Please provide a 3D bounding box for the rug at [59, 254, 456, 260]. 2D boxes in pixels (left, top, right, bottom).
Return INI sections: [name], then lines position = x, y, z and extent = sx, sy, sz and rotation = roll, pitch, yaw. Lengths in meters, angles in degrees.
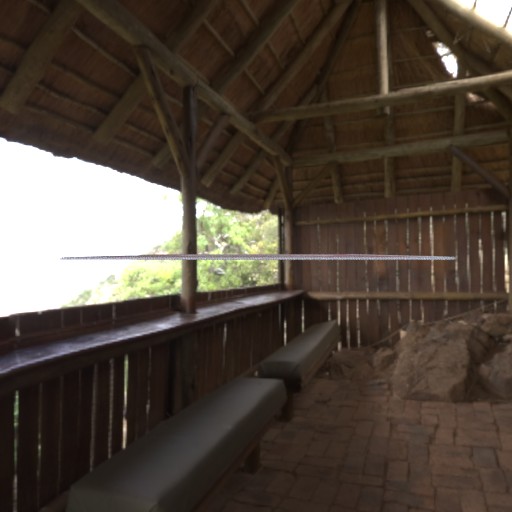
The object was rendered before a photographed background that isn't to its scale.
[rug]
position = 0.000, 0.000, 4.269
extent = 2.447, 0.017, 3.123
rotation = 0, 1, -1
